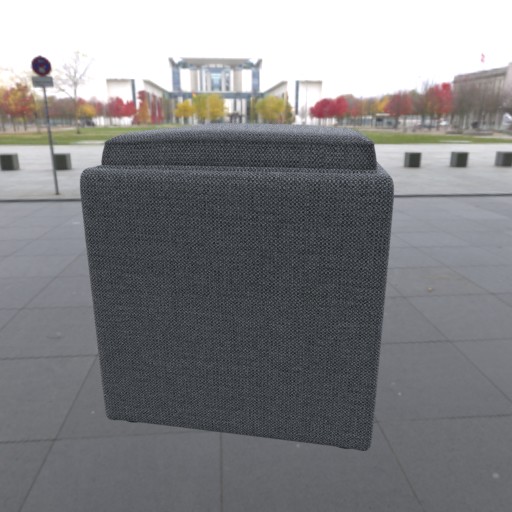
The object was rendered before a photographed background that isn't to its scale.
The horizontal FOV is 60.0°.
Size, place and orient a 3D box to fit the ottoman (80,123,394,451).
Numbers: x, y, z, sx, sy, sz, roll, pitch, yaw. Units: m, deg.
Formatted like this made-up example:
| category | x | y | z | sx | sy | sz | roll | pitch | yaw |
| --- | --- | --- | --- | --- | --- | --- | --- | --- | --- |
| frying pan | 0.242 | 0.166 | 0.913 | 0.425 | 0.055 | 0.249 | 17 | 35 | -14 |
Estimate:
| category | x | y | z | sx | sy | sz | roll | pitch | yaw |
| --- | --- | --- | --- | --- | --- | --- | --- | --- | --- |
| ottoman | 0.000 | 0.000 | 0.848 | 0.436 | 0.487 | 0.454 | 3 | 17 | 10 |
